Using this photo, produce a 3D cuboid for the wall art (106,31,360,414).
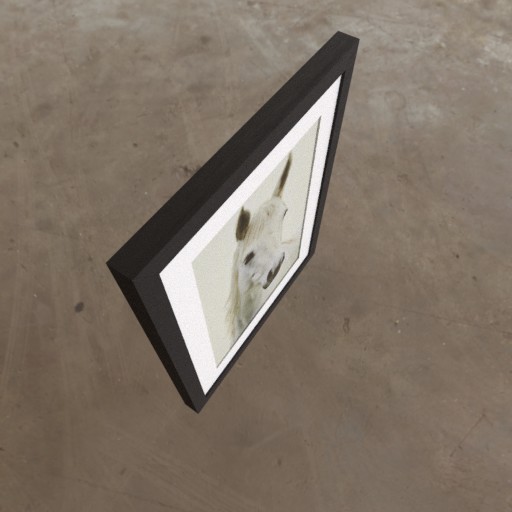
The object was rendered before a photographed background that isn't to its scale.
[{"bbox_3d":[0.000,0.000,0.747,0.034,0.552,0.455,30,63,17],"label":"wall art"}]
